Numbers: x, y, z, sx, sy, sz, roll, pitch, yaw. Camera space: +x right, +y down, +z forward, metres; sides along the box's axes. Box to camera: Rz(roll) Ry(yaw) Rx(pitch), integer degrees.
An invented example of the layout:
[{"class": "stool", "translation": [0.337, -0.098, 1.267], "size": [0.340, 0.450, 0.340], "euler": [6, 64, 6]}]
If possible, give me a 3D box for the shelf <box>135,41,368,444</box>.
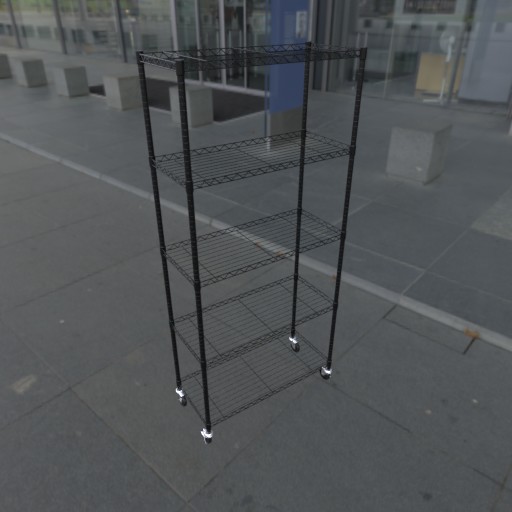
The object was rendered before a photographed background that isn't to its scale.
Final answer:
[{"class": "shelf", "translation": [0.000, 0.000, 1.935], "size": [0.762, 1.645, 0.356], "euler": [-18, 35, -29]}]
